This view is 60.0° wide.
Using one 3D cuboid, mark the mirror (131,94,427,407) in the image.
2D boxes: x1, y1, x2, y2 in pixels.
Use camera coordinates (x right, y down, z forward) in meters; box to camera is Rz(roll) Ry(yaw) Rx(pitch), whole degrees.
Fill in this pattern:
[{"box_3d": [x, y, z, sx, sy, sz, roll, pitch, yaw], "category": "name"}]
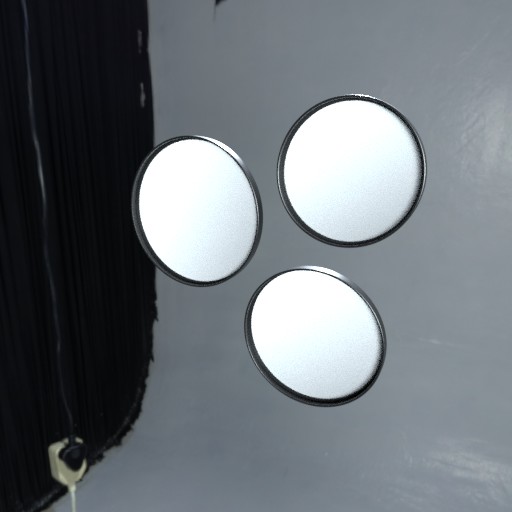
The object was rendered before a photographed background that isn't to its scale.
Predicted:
[{"box_3d": [0.000, 0.000, 3.136, 2.160, 2.096, 0.076, 7, 16, 25], "category": "mirror"}]
